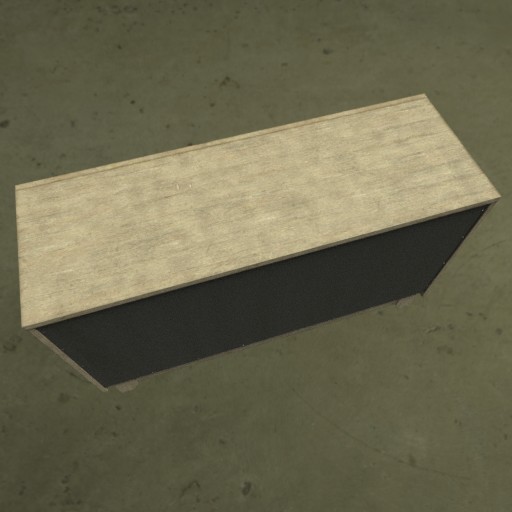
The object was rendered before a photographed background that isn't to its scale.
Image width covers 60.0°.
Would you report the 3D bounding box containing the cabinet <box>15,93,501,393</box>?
[{"bbox_3d":[0.000,0.000,1.763,1.460,0.825,0.511,-15,61,-9],"label":"cabinet"}]
